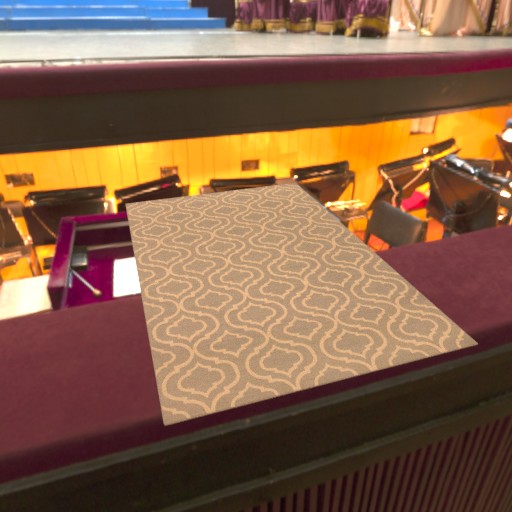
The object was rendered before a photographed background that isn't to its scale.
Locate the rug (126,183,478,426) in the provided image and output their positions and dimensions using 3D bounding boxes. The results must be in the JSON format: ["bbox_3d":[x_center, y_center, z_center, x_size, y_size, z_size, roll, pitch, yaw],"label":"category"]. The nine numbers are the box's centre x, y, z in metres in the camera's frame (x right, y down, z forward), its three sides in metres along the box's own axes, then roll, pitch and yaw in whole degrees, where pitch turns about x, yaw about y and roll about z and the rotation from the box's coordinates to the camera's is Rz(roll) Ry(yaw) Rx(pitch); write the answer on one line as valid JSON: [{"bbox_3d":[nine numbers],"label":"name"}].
[{"bbox_3d":[0.000,0.000,2.189,1.141,0.015,1.749,-9,31,-16],"label":"rug"}]
